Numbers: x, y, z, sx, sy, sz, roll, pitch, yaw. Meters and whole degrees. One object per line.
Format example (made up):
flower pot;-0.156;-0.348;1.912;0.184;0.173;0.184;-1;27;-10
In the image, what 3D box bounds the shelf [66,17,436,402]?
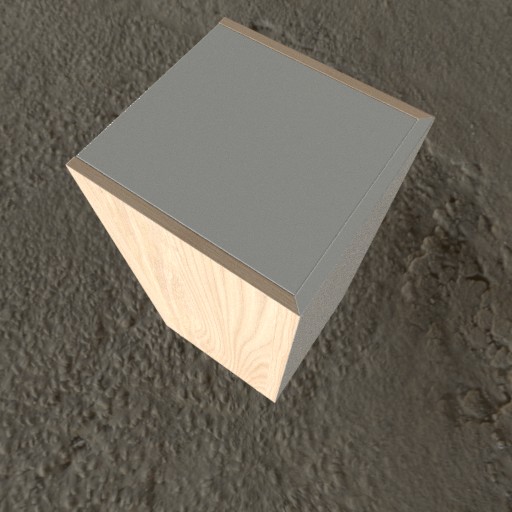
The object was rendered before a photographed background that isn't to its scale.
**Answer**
shelf;0.000;0.000;0.756;0.297;0.594;0.290;32;69;14
